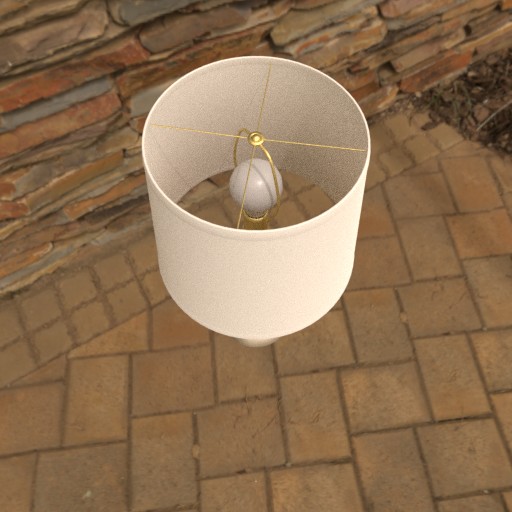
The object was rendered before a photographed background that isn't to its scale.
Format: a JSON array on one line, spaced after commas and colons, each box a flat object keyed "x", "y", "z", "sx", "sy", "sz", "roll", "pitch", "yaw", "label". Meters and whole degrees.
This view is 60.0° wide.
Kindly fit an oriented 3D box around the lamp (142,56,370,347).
[{"x": 0.000, "y": 0.000, "z": 0.785, "sx": 0.328, "sy": 0.619, "sz": 0.328, "roll": 0, "pitch": 63, "yaw": 0, "label": "lamp"}]
